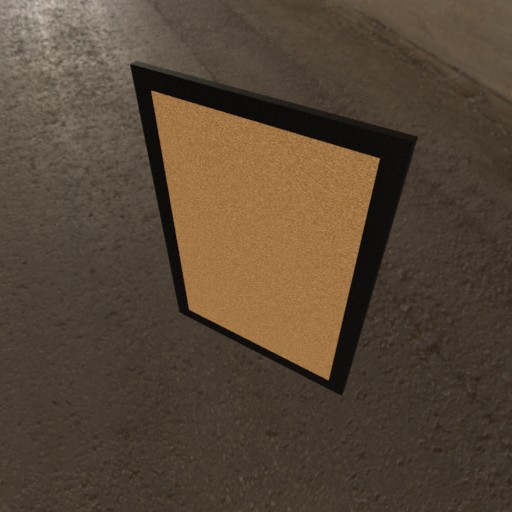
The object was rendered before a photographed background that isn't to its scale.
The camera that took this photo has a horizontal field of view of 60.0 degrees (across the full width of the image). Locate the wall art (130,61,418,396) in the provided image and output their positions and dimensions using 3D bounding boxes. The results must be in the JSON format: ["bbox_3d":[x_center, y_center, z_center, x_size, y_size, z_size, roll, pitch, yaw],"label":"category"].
[{"bbox_3d":[0.000,0.000,0.609,0.326,0.459,0.011,23,50,21],"label":"wall art"}]
